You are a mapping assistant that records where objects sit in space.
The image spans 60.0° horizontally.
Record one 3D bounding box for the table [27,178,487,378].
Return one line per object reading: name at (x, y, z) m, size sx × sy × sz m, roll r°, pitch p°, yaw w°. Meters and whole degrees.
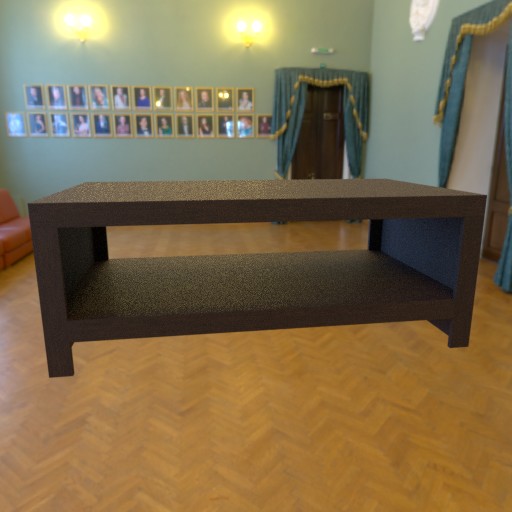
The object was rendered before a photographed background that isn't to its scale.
table at (0.000, 0.000, 1.383) m, size 1.099 × 0.424 × 0.597 m, roll -2°, pitch 14°, yaw -9°
